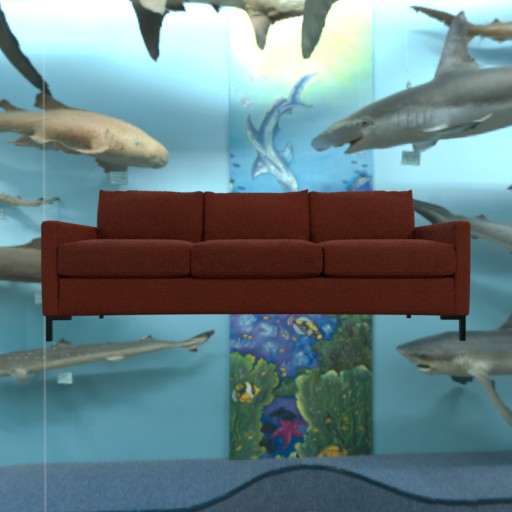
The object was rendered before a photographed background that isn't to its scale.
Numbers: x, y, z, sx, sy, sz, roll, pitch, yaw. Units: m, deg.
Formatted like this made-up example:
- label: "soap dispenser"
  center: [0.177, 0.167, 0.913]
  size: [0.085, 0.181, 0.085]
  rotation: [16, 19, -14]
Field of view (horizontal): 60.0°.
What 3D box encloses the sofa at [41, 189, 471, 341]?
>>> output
- label: "sofa"
  center: [0.000, 0.000, 2.690]
  size: [2.252, 0.879, 0.875]
  rotation: [0, 0, 0]
